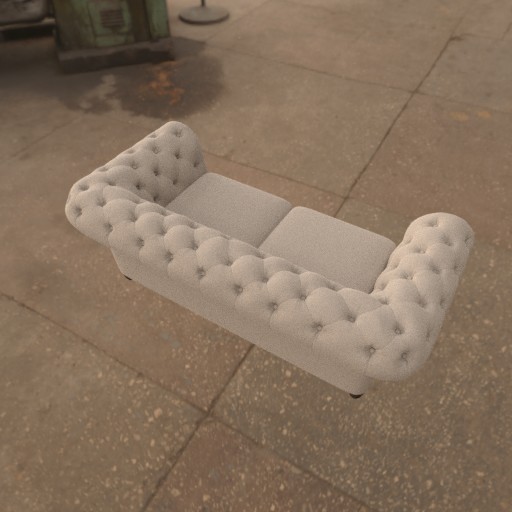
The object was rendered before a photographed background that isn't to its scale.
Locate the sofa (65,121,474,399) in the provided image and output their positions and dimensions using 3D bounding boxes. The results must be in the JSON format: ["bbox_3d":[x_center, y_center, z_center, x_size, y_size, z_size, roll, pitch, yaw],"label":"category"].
[{"bbox_3d":[0.000,0.000,2.470,1.998,0.764,0.986,24,51,21],"label":"sofa"}]
